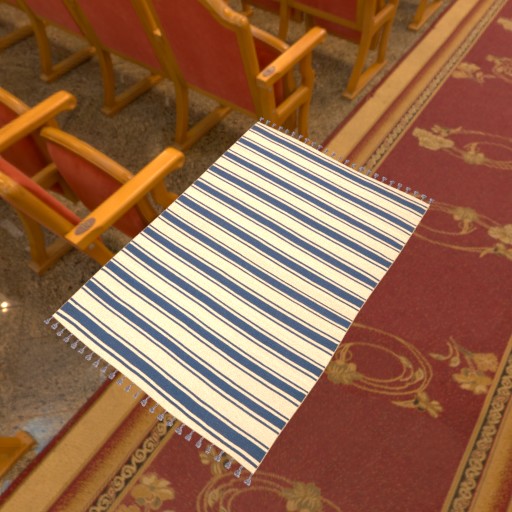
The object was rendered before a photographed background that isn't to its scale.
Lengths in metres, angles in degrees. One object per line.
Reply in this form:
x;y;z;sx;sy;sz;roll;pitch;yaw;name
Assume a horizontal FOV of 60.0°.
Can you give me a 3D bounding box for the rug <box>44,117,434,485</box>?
0.000;0.000;2.958;1.544;0.010;2.315;31;62;18;rug
